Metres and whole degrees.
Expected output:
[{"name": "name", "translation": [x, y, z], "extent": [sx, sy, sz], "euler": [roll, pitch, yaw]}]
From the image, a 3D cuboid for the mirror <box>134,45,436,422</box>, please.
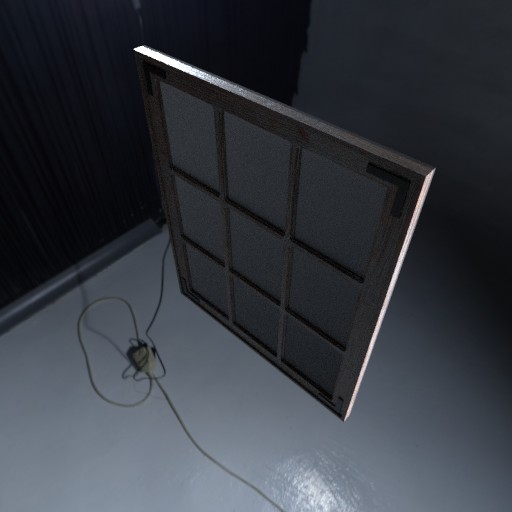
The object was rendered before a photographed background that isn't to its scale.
[{"name": "mirror", "translation": [0.000, 0.000, 1.172], "extent": [0.730, 0.882, 0.032], "euler": [33, 54, 28]}]
